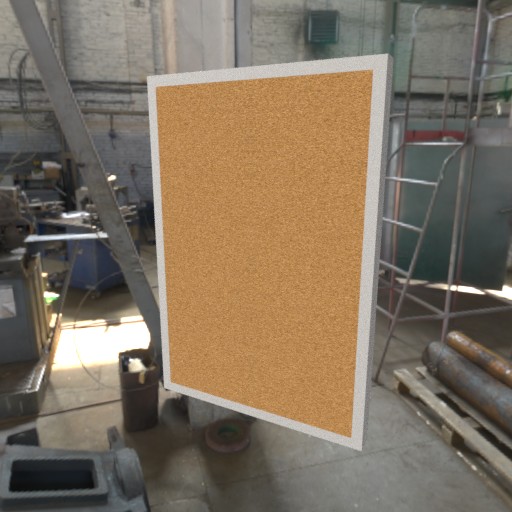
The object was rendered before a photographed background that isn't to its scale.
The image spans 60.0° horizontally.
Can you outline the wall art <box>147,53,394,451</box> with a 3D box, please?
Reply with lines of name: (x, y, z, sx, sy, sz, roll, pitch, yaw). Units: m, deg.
wall art: (0.000, 0.000, 0.832, 0.450, 0.657, 0.038, 7, 16, 27)
